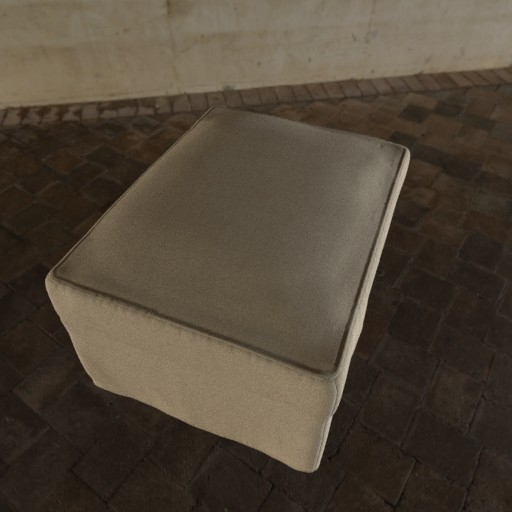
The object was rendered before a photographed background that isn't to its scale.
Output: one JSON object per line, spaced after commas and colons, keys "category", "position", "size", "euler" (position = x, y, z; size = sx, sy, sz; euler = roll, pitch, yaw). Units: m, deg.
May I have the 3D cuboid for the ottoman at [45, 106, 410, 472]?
{"category": "ottoman", "position": [0.000, 0.000, 1.223], "size": [0.650, 0.485, 0.833], "euler": [16, 48, 15]}
